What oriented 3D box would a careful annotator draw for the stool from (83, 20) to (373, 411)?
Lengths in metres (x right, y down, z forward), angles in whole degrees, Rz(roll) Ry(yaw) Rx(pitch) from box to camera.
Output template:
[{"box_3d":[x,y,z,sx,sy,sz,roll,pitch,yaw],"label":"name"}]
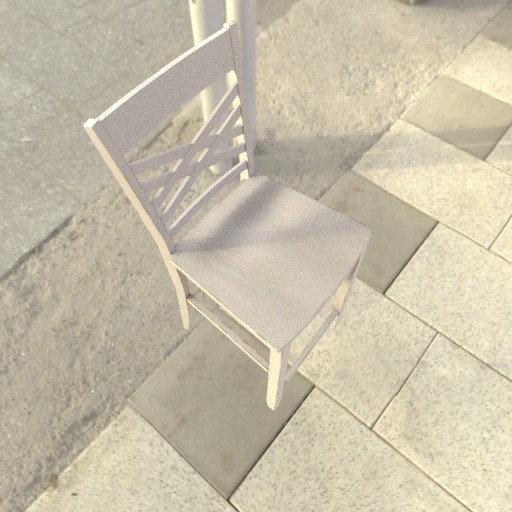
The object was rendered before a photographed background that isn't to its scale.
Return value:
[{"box_3d":[0.000,0.000,1.347,0.539,1.079,0.462,34,64,19],"label":"stool"}]
